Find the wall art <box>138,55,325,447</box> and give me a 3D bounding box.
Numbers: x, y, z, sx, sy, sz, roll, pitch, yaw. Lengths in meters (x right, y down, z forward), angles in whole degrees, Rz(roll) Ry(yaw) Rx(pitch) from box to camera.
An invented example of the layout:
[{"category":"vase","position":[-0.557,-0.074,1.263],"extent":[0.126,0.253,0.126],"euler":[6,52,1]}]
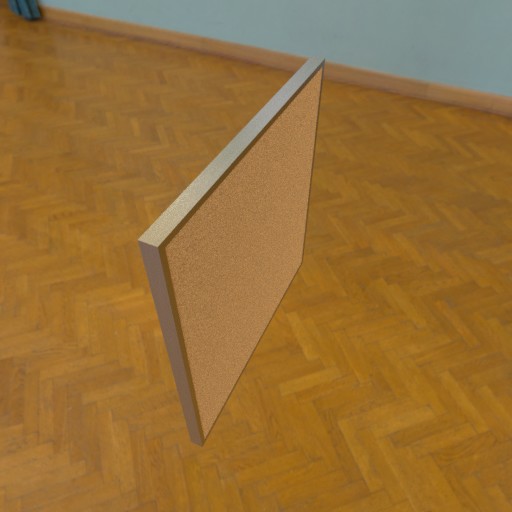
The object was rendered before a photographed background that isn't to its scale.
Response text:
[{"category":"wall art","position":[0.000,0.000,1.243],"extent":[0.038,0.806,0.806],"euler":[19,49,17]}]
